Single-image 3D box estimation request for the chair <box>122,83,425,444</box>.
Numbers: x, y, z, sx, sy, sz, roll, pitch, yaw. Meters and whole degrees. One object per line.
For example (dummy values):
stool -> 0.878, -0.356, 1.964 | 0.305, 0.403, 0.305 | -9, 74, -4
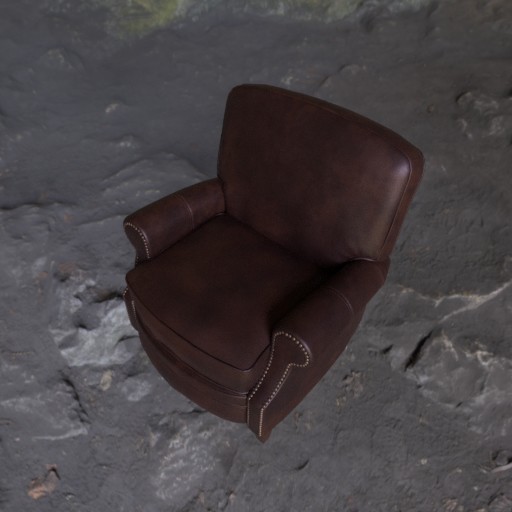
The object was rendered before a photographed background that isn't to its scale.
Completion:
chair -> 0.000, 0.000, 1.730 | 0.936, 1.018, 0.986 | 32, 53, 28
